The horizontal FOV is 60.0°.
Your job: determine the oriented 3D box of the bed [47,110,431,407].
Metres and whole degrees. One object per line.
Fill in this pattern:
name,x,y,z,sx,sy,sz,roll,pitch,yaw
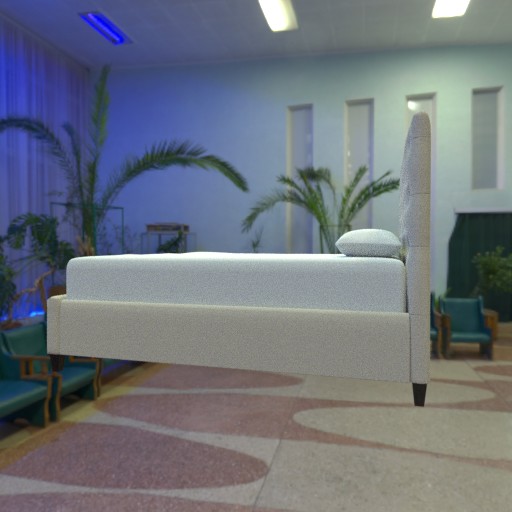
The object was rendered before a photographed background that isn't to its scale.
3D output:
bed,0.000,0.000,3.224,2.233,1.426,1.696,0,1,16
